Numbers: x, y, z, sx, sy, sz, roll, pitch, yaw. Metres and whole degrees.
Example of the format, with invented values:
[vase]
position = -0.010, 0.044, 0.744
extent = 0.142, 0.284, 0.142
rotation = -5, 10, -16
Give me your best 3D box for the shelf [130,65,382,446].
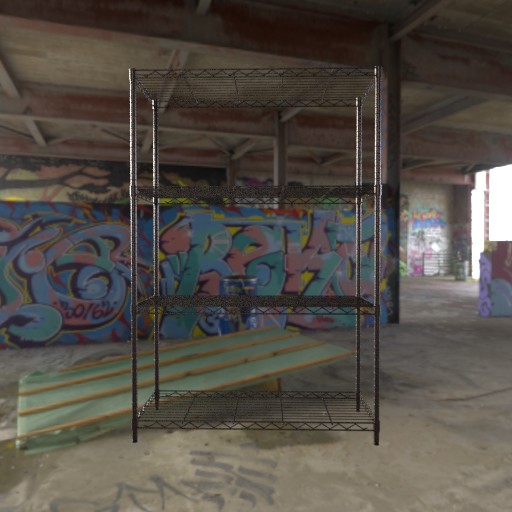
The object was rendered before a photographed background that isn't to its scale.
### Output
[shelf]
position = 0.000, 0.000, 1.770
extent = 0.907, 1.361, 0.352
rotation = 0, 1, 1
